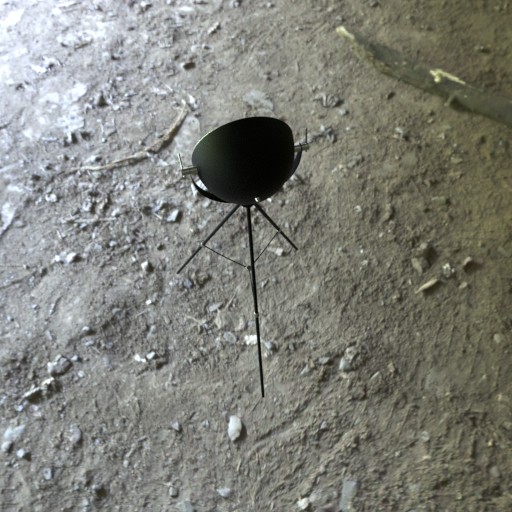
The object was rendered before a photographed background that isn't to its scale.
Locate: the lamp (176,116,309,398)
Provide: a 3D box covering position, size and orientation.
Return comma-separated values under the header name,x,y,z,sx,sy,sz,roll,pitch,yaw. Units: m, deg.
name,x,y,z,sx,sy,sz,roll,pitch,yaw
lamp,0.000,0.000,2.065,0.817,1.512,0.920,-14,60,-8
